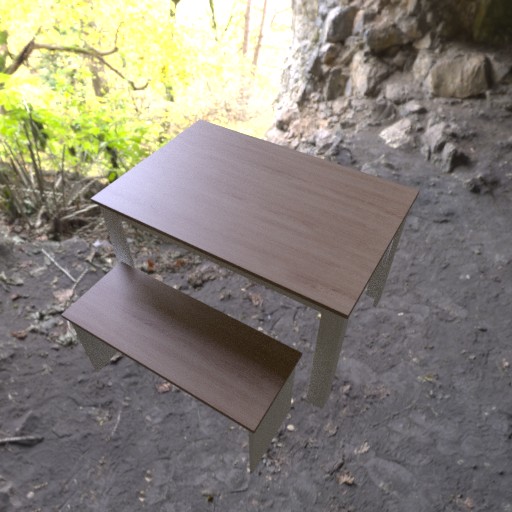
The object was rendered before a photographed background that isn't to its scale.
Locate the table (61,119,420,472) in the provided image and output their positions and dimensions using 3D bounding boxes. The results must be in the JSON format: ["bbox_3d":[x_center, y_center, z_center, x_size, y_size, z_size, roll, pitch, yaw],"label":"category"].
[{"bbox_3d":[0.000,0.000,2.022,1.100,0.700,1.443,24,51,21],"label":"table"}]
